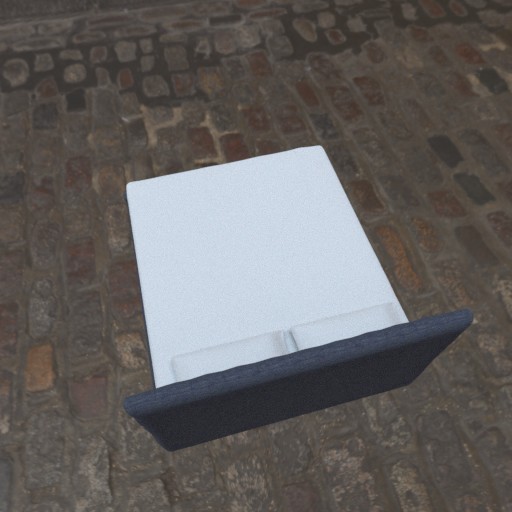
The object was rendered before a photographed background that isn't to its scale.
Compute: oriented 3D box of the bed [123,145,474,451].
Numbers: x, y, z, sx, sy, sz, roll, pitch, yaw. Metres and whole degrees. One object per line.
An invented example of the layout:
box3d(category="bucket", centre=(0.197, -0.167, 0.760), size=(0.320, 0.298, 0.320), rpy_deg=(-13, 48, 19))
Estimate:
box3d(category="bed", centre=(0.000, 0.000, 3.645), size=(2.078, 1.427, 2.387), rpy_deg=(-13, 60, -8))
